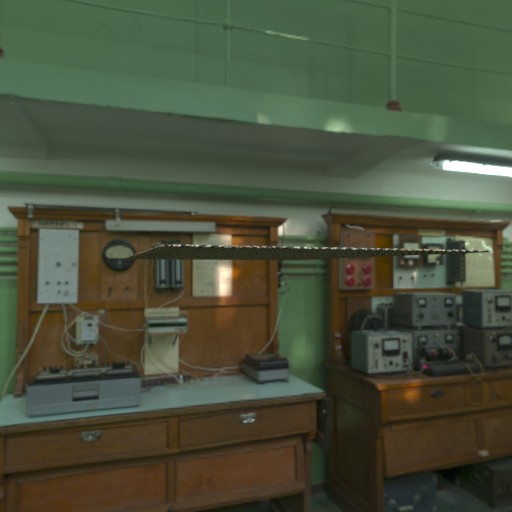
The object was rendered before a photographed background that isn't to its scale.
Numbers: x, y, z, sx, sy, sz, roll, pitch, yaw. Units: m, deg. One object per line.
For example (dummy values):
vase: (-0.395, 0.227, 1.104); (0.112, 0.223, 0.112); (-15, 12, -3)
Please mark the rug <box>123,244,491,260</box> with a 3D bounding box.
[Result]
rug: (0.000, 0.000, 2.294); (1.219, 0.008, 1.828); (1, -2, -20)
